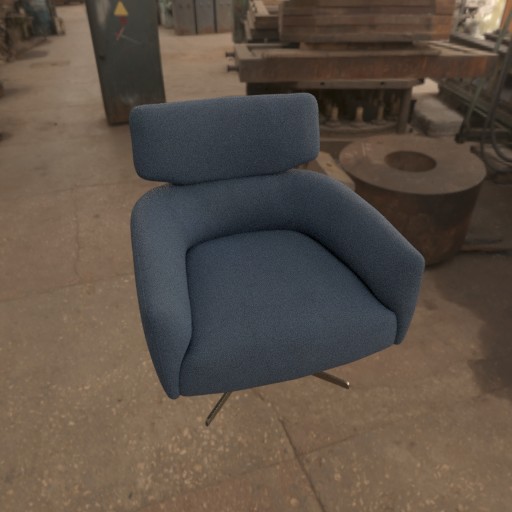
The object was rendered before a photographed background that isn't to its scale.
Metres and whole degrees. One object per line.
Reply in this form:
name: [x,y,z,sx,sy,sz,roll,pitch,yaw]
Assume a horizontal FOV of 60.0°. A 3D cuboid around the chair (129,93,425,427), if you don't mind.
chair: [0.000,0.000,1.384,0.738,0.813,0.761,-10,34,-15]
